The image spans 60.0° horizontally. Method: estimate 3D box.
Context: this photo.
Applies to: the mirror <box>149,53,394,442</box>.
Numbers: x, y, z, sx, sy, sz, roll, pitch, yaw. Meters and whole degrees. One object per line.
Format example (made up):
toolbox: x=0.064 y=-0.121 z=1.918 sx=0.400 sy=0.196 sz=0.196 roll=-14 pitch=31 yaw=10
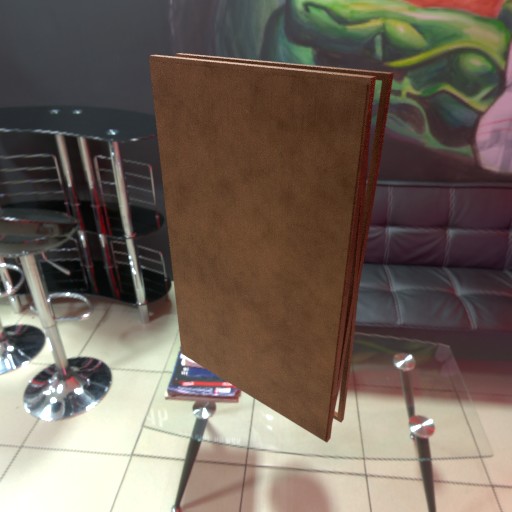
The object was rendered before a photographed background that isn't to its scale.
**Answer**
mirror: x=0.000 y=0.000 z=0.955 sx=0.468 sy=0.768 sz=0.082 roll=21 pitch=36 yaw=32
